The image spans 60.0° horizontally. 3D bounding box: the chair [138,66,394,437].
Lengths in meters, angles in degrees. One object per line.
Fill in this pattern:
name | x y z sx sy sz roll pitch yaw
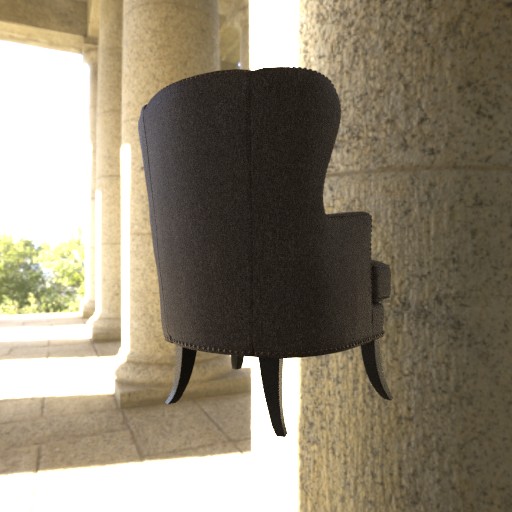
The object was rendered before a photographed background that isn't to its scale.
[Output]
chair | 0.000 0.000 1.601 0.759 1.060 0.758 0 0 37
